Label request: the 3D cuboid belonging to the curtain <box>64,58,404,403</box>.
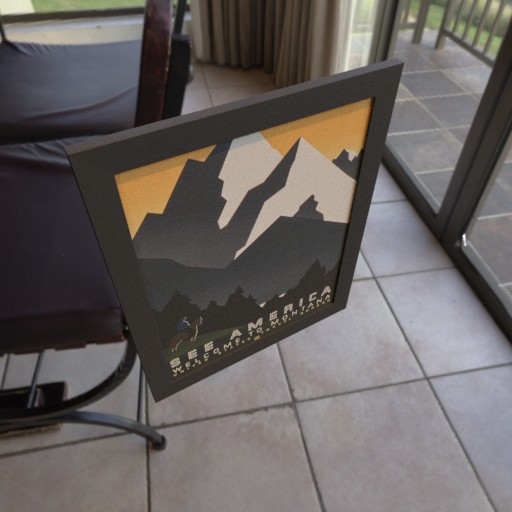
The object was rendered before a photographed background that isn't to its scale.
[{"bbox_3d":[0.000,0.000,0.779,0.483,0.585,0.027,-22,50,-20],"label":"curtain"}]
